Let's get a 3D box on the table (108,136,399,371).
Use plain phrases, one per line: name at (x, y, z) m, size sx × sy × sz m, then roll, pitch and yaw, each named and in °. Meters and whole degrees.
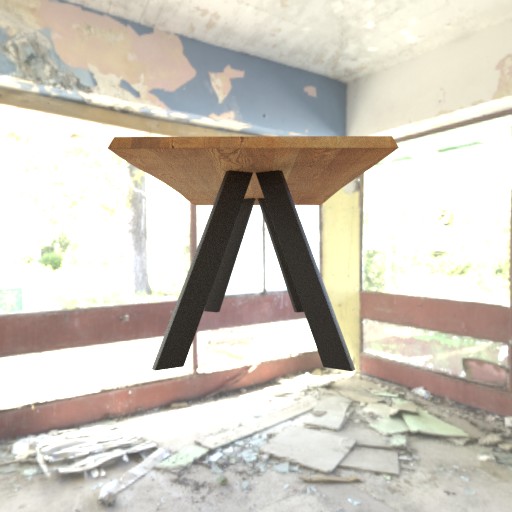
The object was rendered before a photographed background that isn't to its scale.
table at (0.000, 0.000, 2.263) m, size 0.900 × 0.770 × 1.800 m, roll 0°, pitch 1°, yaw 1°
